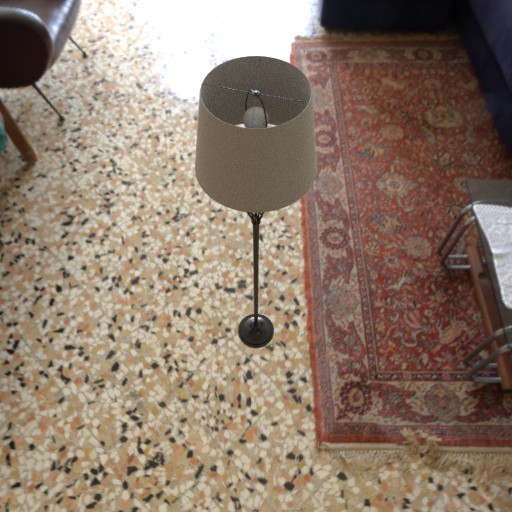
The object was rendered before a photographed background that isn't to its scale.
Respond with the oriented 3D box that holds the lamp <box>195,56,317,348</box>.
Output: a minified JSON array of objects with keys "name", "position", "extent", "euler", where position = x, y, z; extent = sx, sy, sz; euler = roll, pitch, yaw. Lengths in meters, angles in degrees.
[{"name":"lamp","position":[0.000,0.000,1.832],"extent":[0.379,1.623,0.379],"euler":[0,58,0]}]
